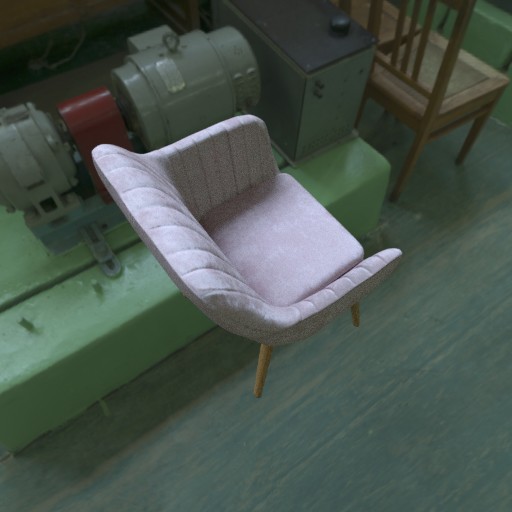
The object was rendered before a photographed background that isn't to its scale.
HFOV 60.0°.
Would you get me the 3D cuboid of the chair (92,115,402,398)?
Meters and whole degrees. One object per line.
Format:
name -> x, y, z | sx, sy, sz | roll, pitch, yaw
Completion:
chair -> 0.000, 0.000, 1.240 | 0.570, 0.832, 0.610 | -32, 64, -18
